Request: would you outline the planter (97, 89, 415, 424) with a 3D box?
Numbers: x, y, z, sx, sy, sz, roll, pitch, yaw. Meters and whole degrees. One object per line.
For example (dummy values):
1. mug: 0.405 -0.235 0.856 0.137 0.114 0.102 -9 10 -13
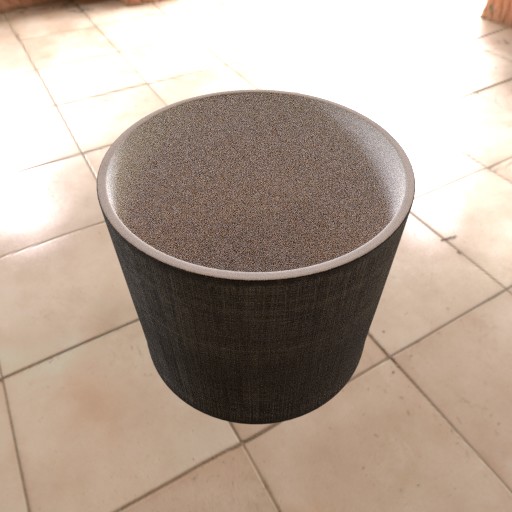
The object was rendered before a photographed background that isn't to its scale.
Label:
1. planter: 0.000 0.000 0.311 0.178 0.157 0.178 0 47 0
